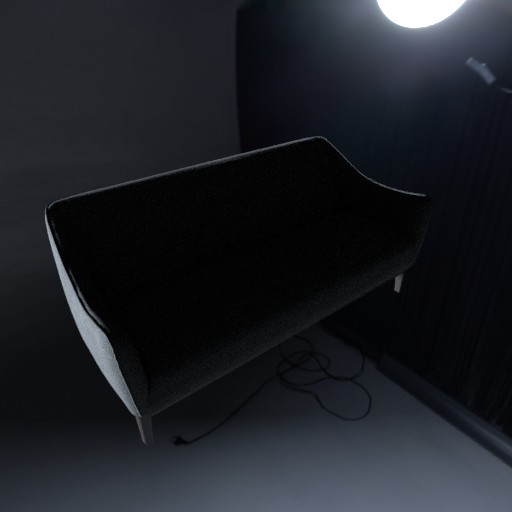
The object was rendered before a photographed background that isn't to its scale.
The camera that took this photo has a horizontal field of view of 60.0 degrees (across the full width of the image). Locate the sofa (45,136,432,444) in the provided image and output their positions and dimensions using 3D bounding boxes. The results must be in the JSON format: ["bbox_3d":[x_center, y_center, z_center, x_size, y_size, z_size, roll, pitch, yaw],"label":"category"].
[{"bbox_3d":[0.000,0.000,2.353,1.928,0.829,0.867,-22,37,-33],"label":"sofa"}]
